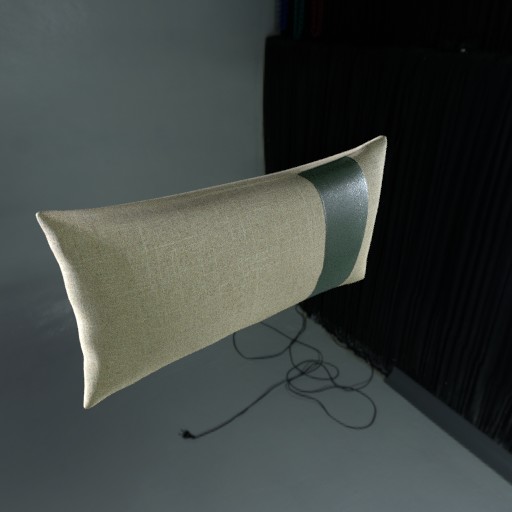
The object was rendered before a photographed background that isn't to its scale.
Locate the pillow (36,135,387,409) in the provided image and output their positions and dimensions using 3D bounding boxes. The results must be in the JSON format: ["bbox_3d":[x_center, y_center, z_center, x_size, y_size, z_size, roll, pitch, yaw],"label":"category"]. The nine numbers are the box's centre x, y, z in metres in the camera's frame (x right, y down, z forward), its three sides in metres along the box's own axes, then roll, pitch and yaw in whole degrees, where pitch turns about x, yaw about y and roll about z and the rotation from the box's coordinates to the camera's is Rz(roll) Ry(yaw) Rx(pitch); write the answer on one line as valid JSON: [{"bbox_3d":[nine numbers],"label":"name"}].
[{"bbox_3d":[0.000,0.000,1.016,0.859,0.429,0.197,-20,34,-33],"label":"pillow"}]
